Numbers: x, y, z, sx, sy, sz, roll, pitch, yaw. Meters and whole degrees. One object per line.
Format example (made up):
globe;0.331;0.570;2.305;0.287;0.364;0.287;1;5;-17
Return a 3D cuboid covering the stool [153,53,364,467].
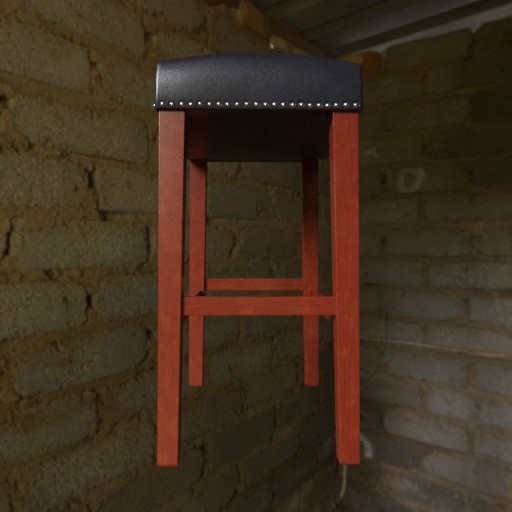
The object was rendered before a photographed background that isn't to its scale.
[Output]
stool;0.000;0.000;1.023;0.372;0.742;0.504;0;1;-1
